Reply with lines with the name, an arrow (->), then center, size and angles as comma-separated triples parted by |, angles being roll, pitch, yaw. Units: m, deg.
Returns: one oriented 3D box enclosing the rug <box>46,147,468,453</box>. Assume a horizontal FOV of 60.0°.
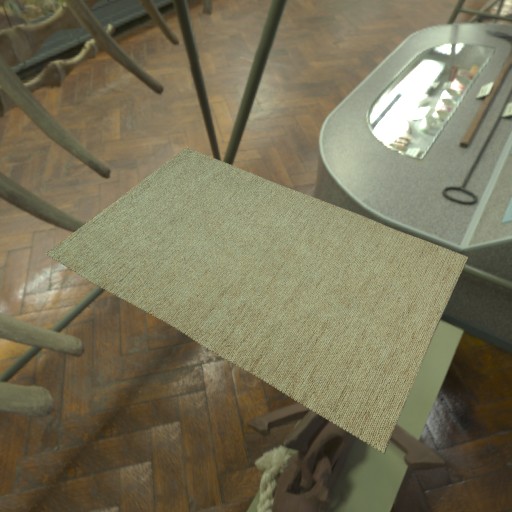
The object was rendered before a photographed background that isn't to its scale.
rug -> 0.000, 0.000, 3.011 | 2.439, 0.011, 1.533 | 25, 52, 22
